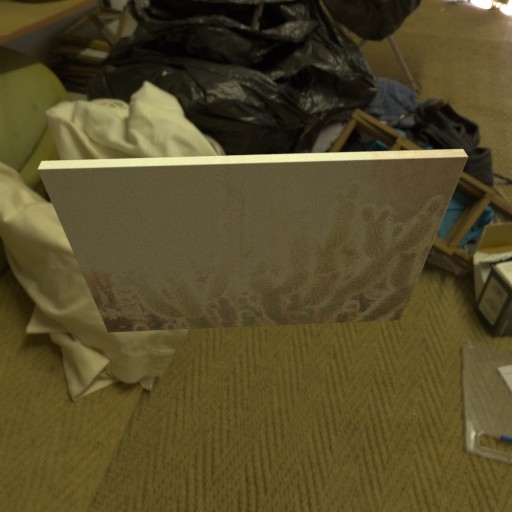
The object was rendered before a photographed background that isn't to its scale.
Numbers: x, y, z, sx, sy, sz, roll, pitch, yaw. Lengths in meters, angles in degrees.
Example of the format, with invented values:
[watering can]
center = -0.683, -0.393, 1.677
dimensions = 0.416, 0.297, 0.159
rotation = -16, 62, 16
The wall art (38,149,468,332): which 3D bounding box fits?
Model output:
[wall art]
center = 0.000, 0.000, 1.461
dimensions = 1.142, 0.758, 0.041
rotation = -2, 47, -2
